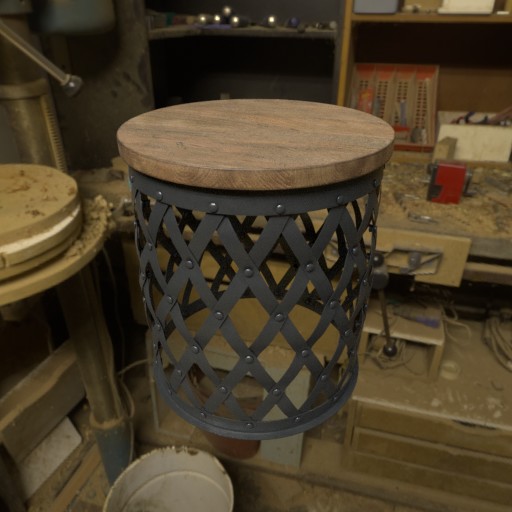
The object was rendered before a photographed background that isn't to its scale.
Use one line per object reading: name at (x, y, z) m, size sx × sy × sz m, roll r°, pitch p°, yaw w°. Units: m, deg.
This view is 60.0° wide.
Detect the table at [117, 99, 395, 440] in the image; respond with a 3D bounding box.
table at (0.000, 0.000, 0.778) m, size 0.405 × 0.454 × 0.405 m, roll 0°, pitch 30°, yaw 0°
